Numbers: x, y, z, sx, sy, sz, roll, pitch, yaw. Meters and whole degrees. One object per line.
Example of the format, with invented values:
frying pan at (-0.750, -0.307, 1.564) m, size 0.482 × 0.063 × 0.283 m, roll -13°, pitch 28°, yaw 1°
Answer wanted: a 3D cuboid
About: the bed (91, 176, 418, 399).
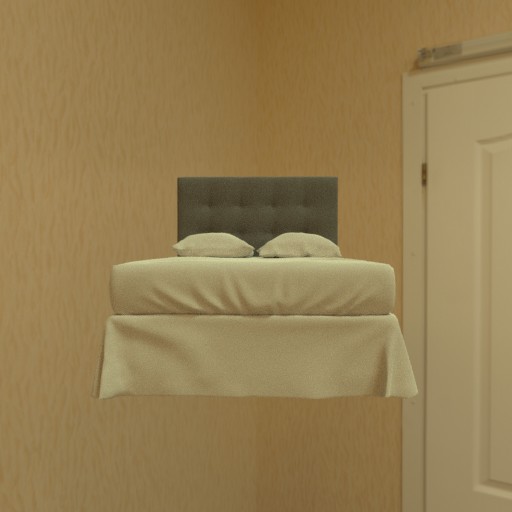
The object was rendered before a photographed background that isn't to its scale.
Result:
bed at (0.000, 0.000, 3.511) m, size 1.936 × 1.577 × 2.222 m, roll 0°, pitch 1°, yaw 1°
